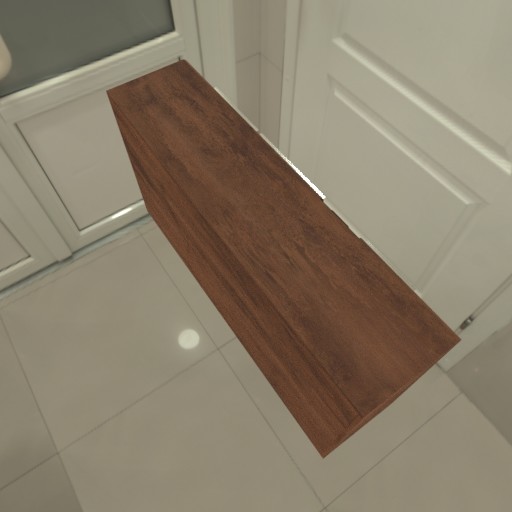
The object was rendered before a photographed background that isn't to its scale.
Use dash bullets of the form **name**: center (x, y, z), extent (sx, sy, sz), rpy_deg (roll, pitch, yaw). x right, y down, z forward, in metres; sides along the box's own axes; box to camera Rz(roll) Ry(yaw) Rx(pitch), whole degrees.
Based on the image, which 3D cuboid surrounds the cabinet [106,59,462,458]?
- **cabinet**: center (0.000, 0.000, 1.963), extent (0.420, 0.900, 1.600), rpy_deg (-31, 63, -17)
